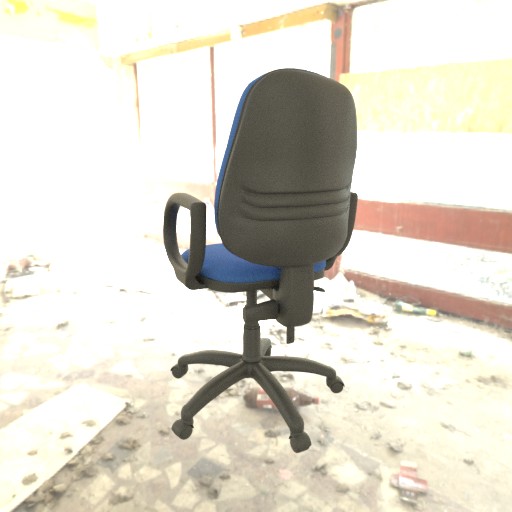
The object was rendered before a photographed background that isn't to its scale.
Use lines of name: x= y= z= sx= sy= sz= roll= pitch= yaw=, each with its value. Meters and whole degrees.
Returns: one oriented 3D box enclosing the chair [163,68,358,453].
chair: x=0.000 y=0.000 z=1.230 sx=0.552 sy=0.905 sz=0.549 roll=-7 pitch=16 yaw=-26
